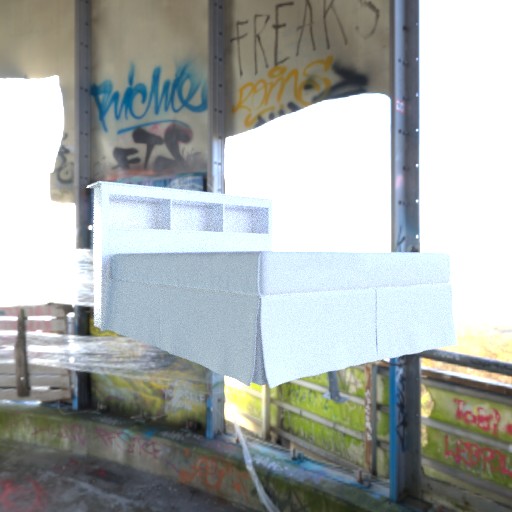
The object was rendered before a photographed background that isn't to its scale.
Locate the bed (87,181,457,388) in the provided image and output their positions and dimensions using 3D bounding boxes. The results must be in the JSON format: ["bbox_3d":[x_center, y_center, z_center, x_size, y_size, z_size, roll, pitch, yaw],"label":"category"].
[{"bbox_3d":[0.000,0.000,3.106,1.671,1.092,2.133,0,0,-38],"label":"bed"}]
